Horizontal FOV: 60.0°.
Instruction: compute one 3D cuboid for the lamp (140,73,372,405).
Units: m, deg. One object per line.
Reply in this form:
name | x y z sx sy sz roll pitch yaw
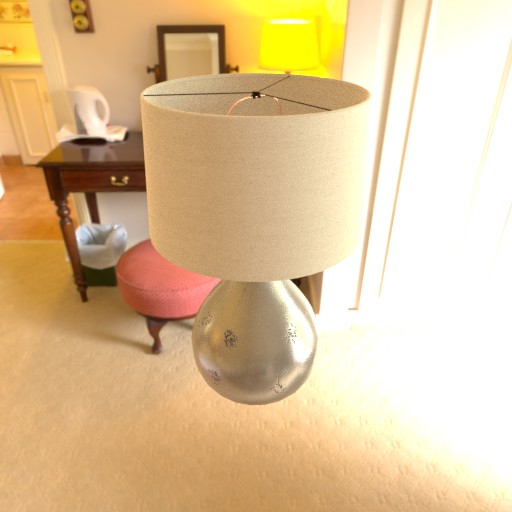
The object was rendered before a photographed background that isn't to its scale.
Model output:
lamp | 0.000 0.000 0.733 0.330 0.521 0.330 0 31 0
